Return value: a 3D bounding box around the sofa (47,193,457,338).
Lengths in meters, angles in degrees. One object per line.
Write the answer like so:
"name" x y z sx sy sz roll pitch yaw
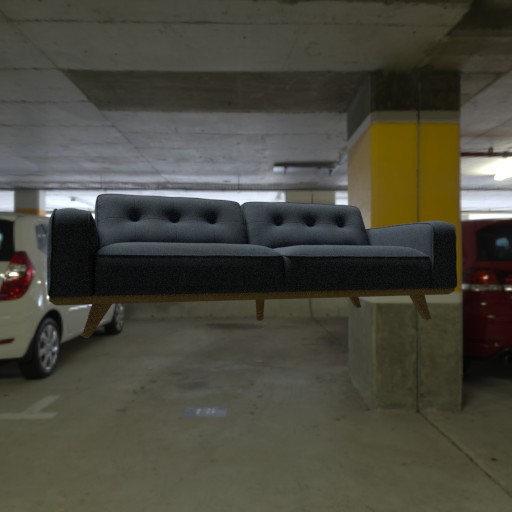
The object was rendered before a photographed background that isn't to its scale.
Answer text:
"sofa" 0.000 0.000 2.741 2.270 0.782 0.953 0 -1 -19
